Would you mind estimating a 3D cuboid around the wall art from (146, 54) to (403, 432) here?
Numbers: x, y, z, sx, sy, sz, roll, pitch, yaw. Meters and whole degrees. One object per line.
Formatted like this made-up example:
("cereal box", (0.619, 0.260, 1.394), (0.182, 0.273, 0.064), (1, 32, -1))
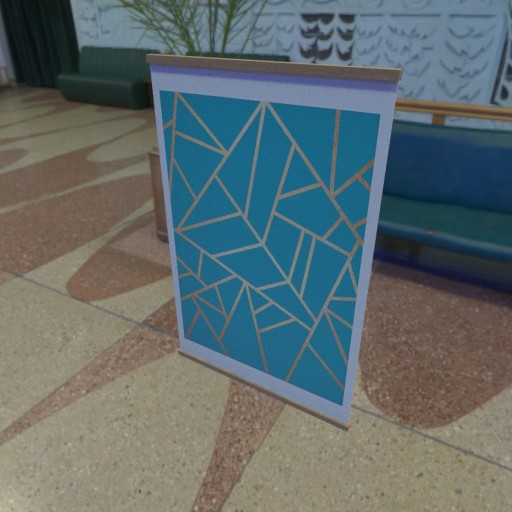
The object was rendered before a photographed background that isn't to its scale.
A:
("wall art", (0.000, 0.000, 1.877), (0.990, 1.519, 0.030), (17, 33, 27))
